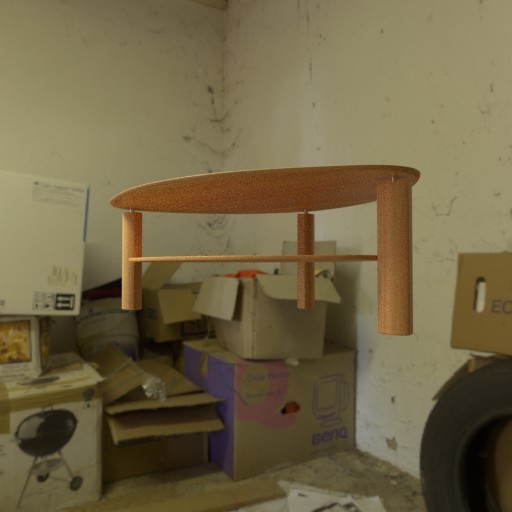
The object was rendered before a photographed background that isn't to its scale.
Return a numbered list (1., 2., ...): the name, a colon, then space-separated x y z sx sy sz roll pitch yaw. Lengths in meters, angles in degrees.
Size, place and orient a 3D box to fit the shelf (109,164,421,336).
1. shelf: 0.000 0.000 1.639 1.246 0.440 0.845 -1 -2 37
